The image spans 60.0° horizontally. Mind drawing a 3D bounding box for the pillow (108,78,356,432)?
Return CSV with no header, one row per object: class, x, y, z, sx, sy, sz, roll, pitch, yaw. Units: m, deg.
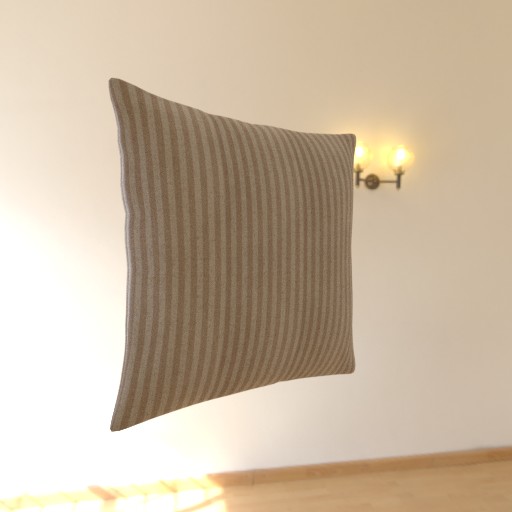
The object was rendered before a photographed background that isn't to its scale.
pillow,0.000,0.000,0.789,0.523,0.510,0.166,0,0,-36
